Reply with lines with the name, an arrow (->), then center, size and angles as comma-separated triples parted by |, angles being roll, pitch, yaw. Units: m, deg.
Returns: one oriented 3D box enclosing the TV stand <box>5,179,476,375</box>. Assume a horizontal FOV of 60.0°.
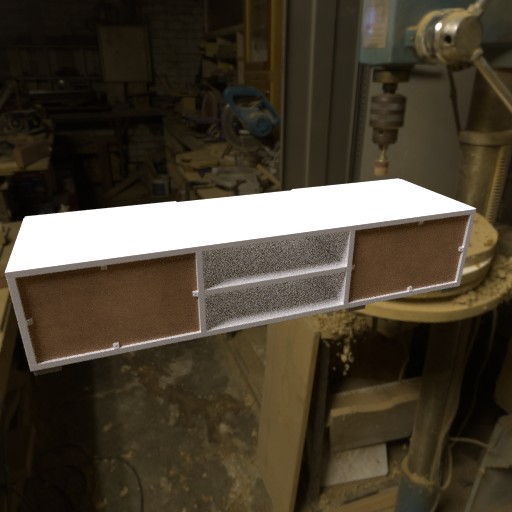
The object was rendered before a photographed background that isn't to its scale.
TV stand -> 0.000, 0.000, 1.497 | 1.400, 0.310, 0.420 | -8, 26, -18
